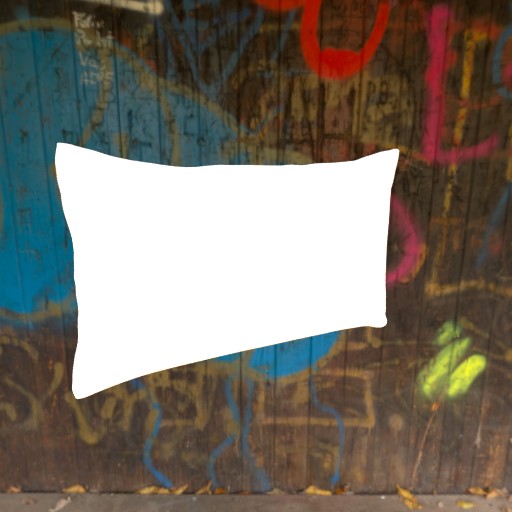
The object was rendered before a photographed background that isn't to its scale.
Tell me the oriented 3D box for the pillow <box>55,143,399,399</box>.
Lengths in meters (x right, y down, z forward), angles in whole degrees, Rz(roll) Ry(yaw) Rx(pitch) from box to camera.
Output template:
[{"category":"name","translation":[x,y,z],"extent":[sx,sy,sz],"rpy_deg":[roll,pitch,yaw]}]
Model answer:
[{"category":"pillow","translation":[0.000,0.000,0.623],"extent":[0.506,0.305,0.139],"rpy_deg":[-7,15,-27]}]
